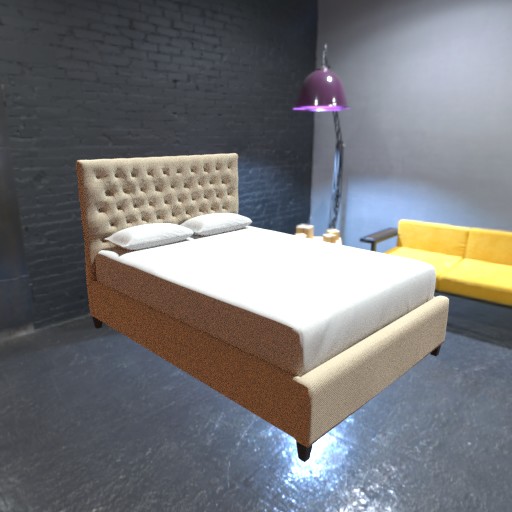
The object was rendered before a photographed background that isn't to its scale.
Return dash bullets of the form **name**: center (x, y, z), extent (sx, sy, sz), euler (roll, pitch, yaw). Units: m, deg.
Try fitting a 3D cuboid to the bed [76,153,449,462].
- **bed**: center (0.000, 0.000, 3.429), extent (2.387, 1.427, 1.698), euler (15, 22, 43)
